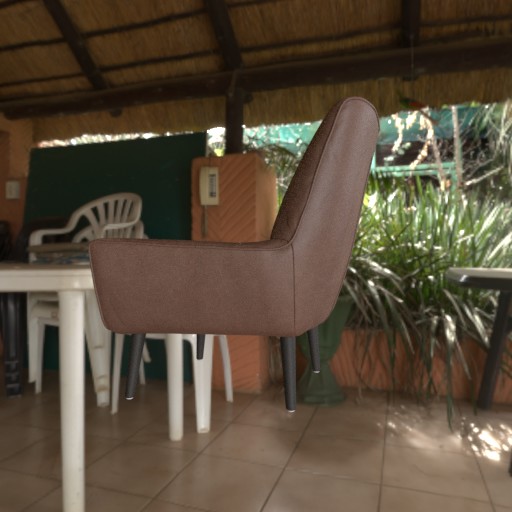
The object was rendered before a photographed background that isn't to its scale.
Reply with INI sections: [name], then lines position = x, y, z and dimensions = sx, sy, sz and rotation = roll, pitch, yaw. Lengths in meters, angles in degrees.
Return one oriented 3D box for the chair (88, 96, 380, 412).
[chair]
position = 0.000, 0.000, 1.533
dimensions = 0.824, 0.888, 0.787
rotation = 0, 0, 17
